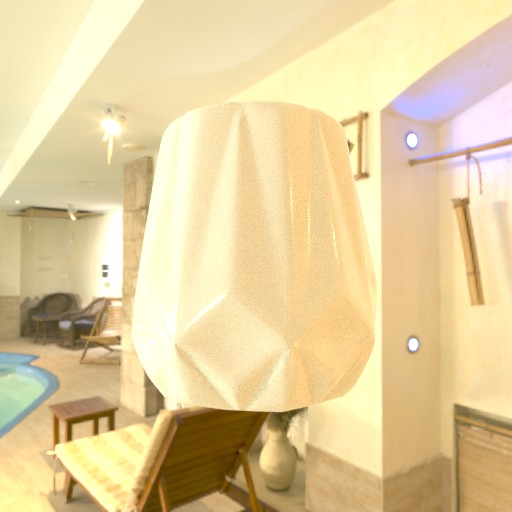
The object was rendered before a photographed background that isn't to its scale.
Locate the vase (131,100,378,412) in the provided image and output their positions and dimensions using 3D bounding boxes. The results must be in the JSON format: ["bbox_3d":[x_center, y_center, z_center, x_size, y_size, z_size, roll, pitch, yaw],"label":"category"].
[{"bbox_3d":[0.000,0.000,0.265,0.141,0.152,0.141,0,-1,0],"label":"vase"}]
